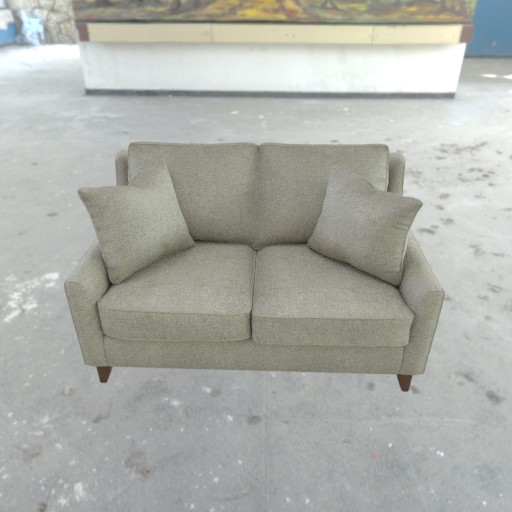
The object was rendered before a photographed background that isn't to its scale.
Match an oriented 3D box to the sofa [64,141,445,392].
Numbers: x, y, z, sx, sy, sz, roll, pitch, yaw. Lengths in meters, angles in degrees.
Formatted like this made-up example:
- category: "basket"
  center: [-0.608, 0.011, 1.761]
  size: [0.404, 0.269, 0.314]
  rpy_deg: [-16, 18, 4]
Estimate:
- category: "sofa"
  center: [0.000, 0.000, 2.000]
  size: [1.422, 0.863, 0.915]
  rpy_deg: [1, 31, 2]
